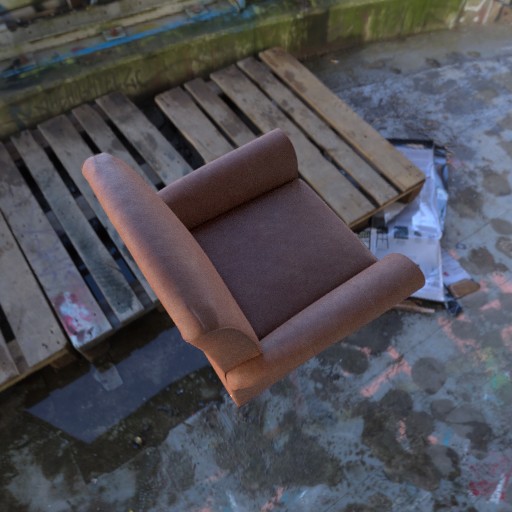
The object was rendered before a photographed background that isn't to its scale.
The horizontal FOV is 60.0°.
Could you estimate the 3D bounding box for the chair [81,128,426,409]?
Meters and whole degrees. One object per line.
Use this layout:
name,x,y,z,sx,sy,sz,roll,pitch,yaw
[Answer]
chair,0.000,0.000,1.796,0.902,1.061,0.978,-29,63,-17
